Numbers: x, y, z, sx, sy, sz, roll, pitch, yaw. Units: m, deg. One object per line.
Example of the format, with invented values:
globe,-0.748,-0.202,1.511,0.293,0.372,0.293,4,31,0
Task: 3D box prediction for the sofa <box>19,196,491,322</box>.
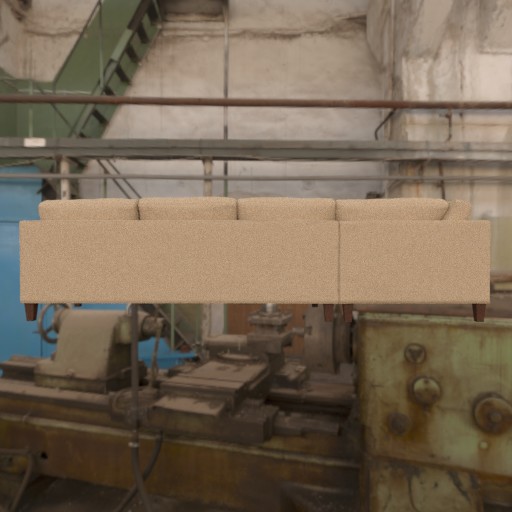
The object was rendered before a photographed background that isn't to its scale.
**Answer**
sofa,0.000,0.000,4.169,3.182,0.863,2.432,0,1,1
